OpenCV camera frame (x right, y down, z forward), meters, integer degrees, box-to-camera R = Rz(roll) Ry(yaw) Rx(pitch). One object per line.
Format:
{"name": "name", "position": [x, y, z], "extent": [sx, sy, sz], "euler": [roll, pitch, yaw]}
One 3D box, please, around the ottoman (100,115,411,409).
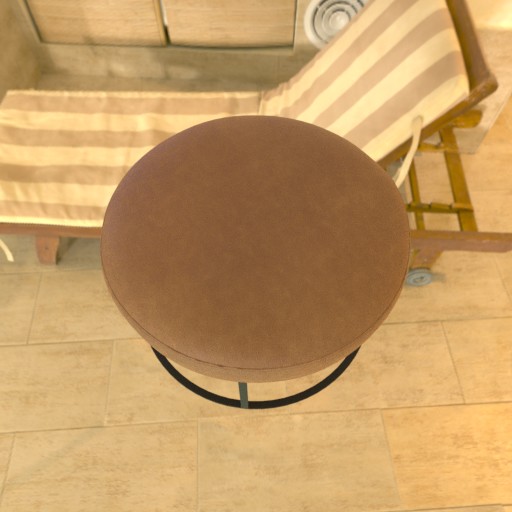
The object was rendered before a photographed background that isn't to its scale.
{"name": "ottoman", "position": [0.000, 0.000, 1.247], "extent": [0.771, 0.460, 0.771], "euler": [0, 59, 0]}
